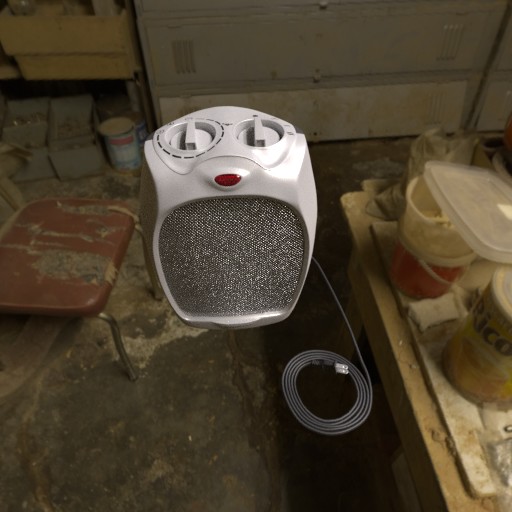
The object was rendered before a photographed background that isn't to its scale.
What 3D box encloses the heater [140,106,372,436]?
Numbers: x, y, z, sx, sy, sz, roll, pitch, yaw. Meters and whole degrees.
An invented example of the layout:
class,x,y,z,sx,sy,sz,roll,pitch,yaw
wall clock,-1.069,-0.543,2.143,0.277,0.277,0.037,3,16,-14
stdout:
class,x,y,z,sx,sy,sz,roll,pitch,yaw
heater,0.000,0.000,0.457,0.239,0.240,0.291,-3,48,-3
